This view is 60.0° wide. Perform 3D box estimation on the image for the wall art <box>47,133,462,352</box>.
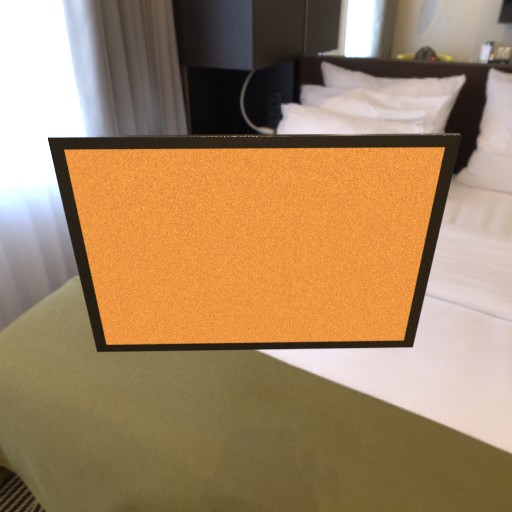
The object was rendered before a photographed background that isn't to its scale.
[{"bbox_3d":[0.000,0.000,1.017,0.819,0.552,0.015,-1,30,-1],"label":"wall art"}]
